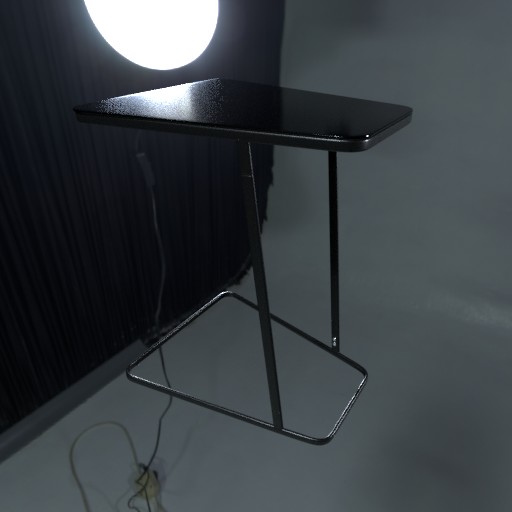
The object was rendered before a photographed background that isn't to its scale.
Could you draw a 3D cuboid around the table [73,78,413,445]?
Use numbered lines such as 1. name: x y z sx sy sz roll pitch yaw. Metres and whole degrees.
1. table: 0.000 0.000 0.941 0.500 0.624 0.427 18 34 29
